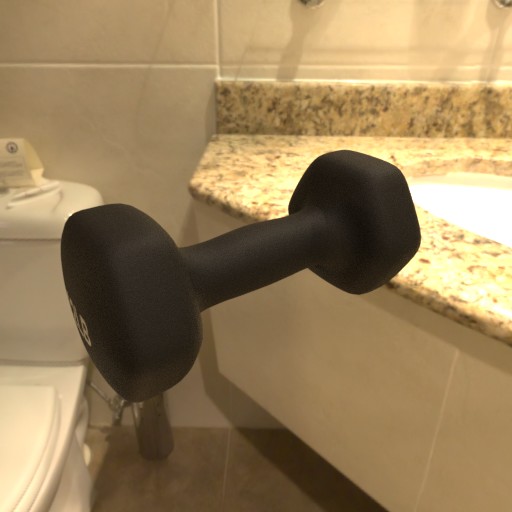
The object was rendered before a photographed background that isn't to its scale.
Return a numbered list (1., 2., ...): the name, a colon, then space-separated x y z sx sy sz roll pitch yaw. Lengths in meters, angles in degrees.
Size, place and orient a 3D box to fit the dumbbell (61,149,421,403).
1. dumbbell: 0.000 0.000 0.292 0.231 0.101 0.112 -19 35 -30
